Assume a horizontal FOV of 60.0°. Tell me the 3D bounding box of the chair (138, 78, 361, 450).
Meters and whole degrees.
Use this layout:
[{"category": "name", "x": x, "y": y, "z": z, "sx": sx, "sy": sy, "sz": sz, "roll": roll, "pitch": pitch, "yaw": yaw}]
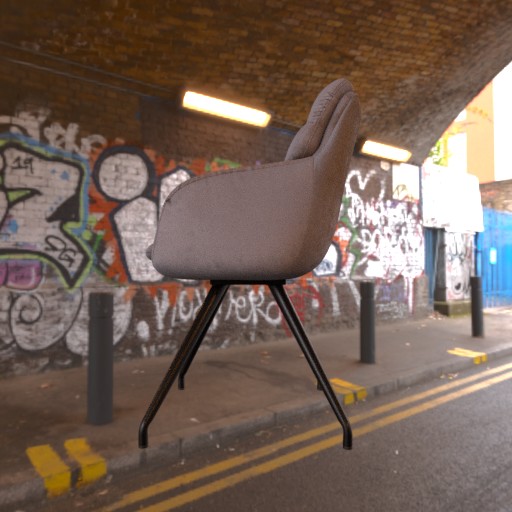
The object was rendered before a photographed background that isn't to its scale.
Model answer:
[{"category": "chair", "x": 0.000, "y": 0.000, "z": 1.262, "sx": 0.569, "sy": 0.888, "sz": 0.579, "roll": 0, "pitch": -1, "yaw": 1}]
